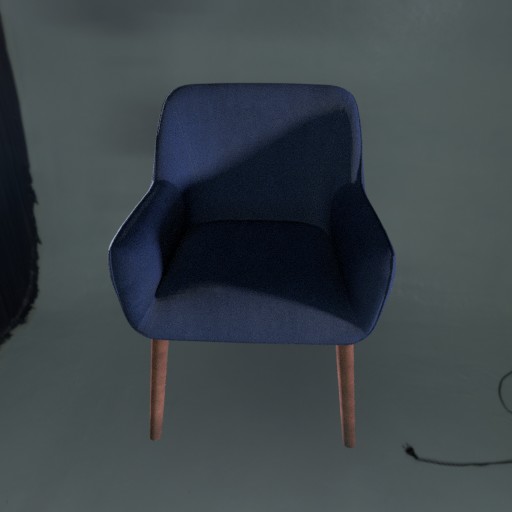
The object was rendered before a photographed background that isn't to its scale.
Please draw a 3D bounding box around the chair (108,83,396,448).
[{"bbox_3d":[0.000,0.000,1.218,0.600,0.820,0.600,1,29,2],"label":"chair"}]
